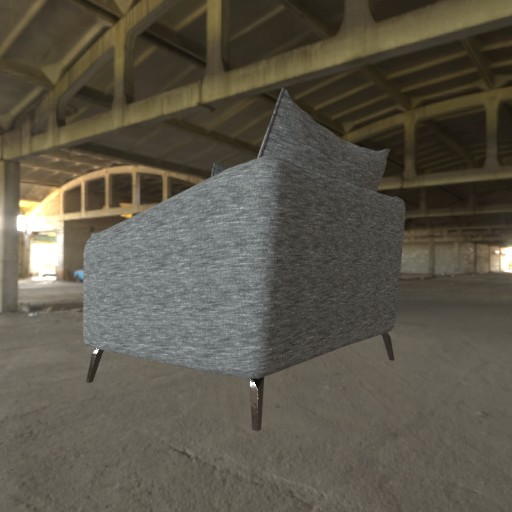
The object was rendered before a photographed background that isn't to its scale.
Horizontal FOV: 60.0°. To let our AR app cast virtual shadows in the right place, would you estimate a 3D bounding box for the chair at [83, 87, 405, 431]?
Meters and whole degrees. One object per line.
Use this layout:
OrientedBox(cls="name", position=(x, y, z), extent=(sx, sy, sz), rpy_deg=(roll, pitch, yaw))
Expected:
OrientedBox(cls="chair", position=(0.000, 0.000, 1.630), extent=(0.805, 0.842, 1.004), rpy_deg=(0, -1, 37))
